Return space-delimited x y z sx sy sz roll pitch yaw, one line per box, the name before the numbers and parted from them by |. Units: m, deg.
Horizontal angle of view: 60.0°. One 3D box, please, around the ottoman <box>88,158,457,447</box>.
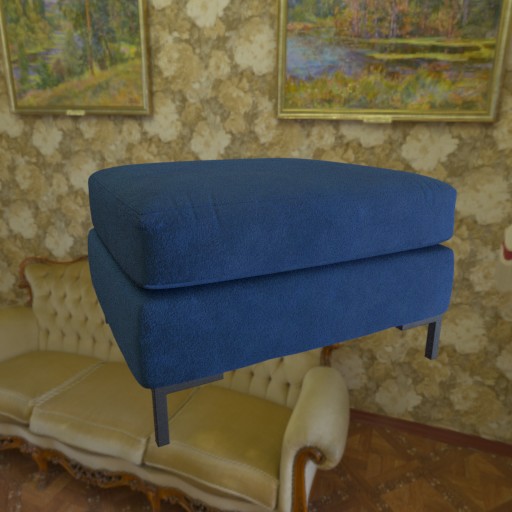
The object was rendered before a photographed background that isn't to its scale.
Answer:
ottoman | 0.000 0.000 1.179 0.794 0.485 0.655 -8 19 -26
